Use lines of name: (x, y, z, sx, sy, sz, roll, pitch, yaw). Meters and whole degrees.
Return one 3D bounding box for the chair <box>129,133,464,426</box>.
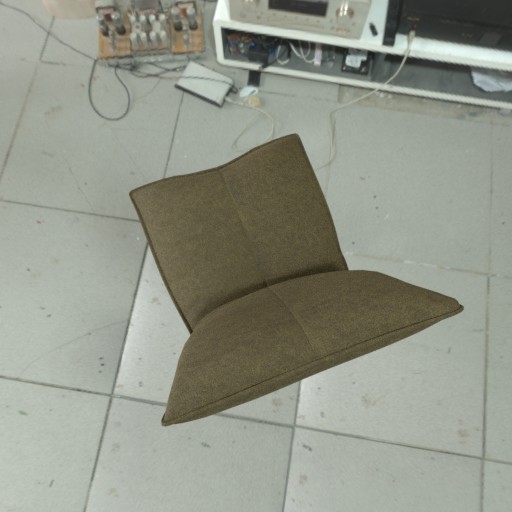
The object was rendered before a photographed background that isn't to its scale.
chair: (0.000, 0.000, 1.262, 0.597, 0.811, 0.696, -20, 76, -5)
